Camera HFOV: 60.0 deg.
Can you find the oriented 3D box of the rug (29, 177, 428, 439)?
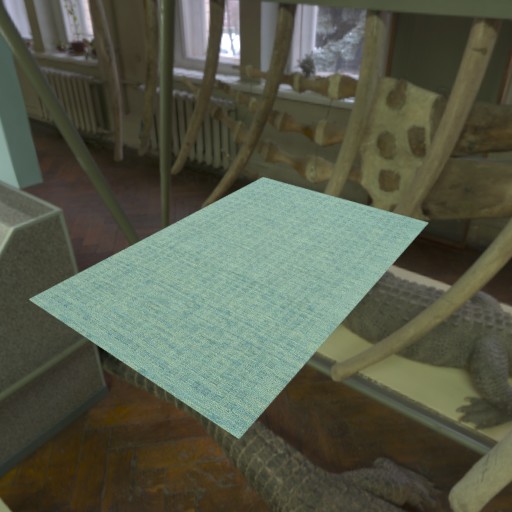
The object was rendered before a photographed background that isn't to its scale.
[{"bbox_3d":[0.000,0.000,2.921,1.522,0.006,2.286,21,38,30],"label":"rug"}]
